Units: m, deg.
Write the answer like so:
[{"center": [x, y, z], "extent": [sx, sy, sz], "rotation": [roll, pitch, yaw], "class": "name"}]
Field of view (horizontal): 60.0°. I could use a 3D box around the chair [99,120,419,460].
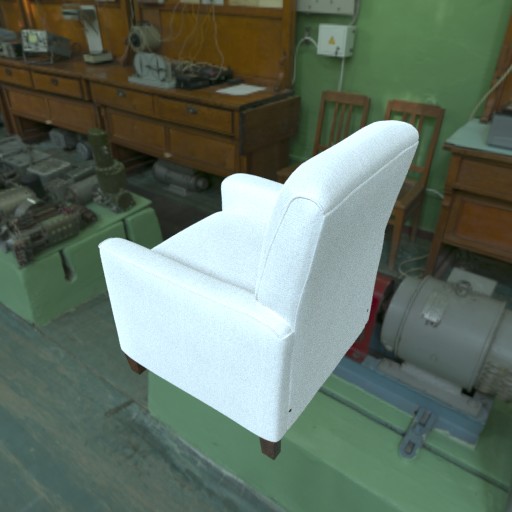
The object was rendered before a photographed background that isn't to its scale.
[{"center": [0.000, 0.000, 1.666], "extent": [0.858, 1.028, 0.841], "rotation": [21, 38, 29], "class": "chair"}]
